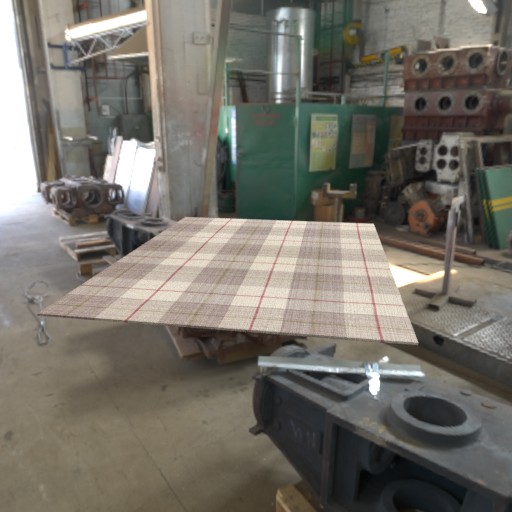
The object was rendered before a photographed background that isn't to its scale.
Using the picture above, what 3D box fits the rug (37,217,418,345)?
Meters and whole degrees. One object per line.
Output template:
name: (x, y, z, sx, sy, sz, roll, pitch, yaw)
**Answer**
rug: (0.000, 0.000, 4.022, 2.317, 0.016, 2.959, 3, 17, 9)
